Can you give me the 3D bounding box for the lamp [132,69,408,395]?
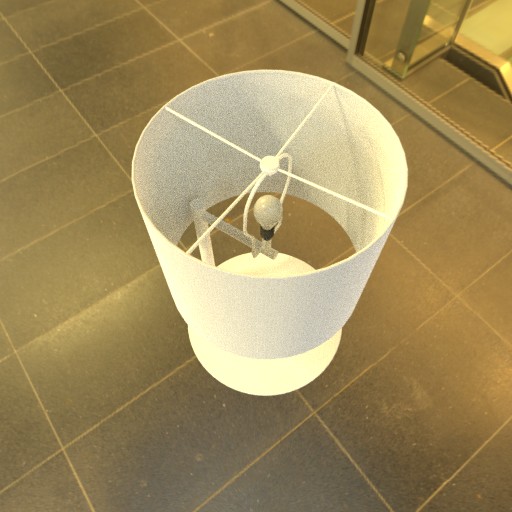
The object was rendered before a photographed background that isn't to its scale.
[{"bbox_3d":[0.000,0.000,0.684,0.341,0.454,0.299,30,64,16],"label":"lamp"}]
